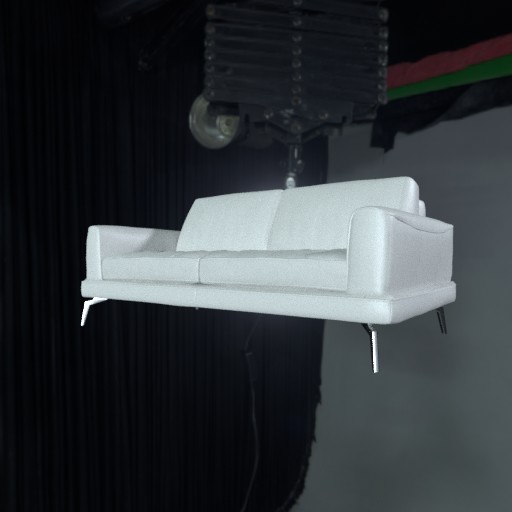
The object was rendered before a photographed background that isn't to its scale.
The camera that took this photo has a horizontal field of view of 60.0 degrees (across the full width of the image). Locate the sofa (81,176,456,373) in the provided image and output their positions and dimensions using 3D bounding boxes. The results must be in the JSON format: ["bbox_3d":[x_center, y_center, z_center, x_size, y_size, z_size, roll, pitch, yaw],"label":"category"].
[{"bbox_3d":[0.000,0.000,2.782,2.177,0.930,1.121,0,0,37],"label":"sofa"}]
